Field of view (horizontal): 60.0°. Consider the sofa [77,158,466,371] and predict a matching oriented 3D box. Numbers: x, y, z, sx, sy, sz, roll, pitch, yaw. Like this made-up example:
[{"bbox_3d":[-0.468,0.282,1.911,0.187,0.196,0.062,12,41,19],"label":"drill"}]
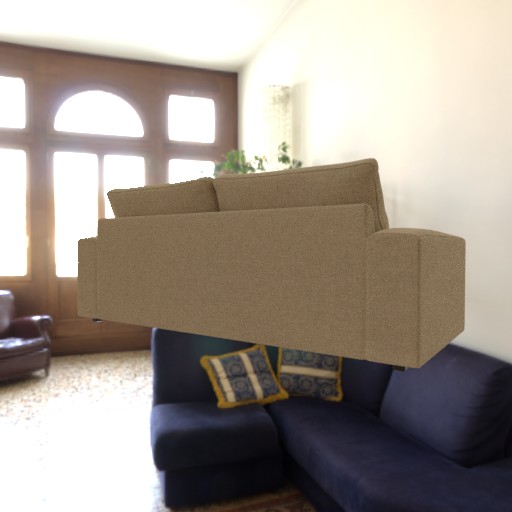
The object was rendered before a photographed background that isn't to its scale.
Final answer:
[{"bbox_3d":[0.000,0.000,2.822,2.299,0.922,1.040,1,2,35],"label":"sofa"}]
